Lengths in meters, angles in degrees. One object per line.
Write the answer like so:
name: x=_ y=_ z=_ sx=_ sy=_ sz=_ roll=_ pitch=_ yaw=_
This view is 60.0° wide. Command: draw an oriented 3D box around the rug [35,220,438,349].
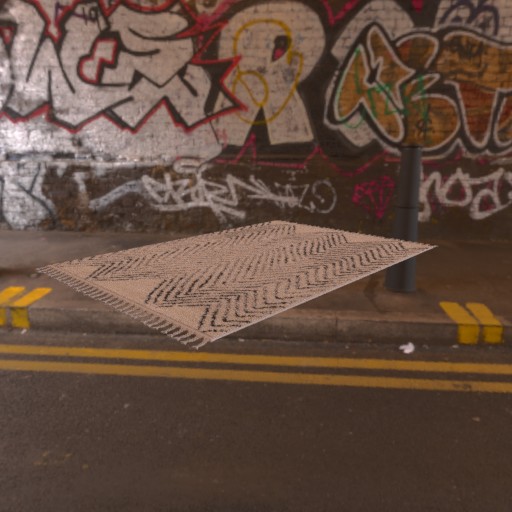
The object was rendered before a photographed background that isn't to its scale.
rug: x=0.000 y=0.000 z=2.373 sx=1.230 sy=0.014 sz=1.847 roll=14 pitch=20 yaw=42
